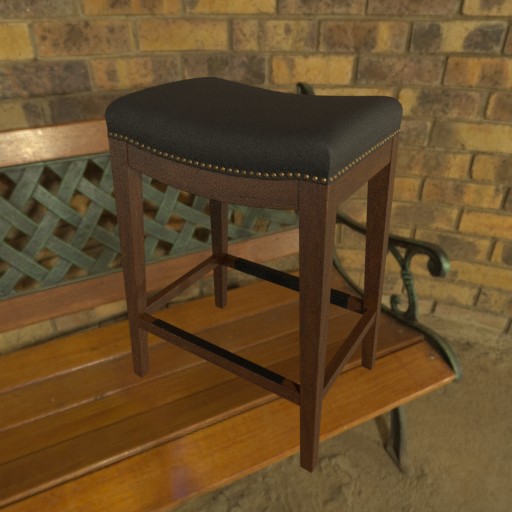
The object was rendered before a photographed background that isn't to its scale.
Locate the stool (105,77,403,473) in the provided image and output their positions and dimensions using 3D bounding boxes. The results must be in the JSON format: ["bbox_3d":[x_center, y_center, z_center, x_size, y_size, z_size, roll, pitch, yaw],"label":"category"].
[{"bbox_3d":[0.000,0.000,0.944,0.490,0.664,0.353,18,35,28],"label":"stool"}]
